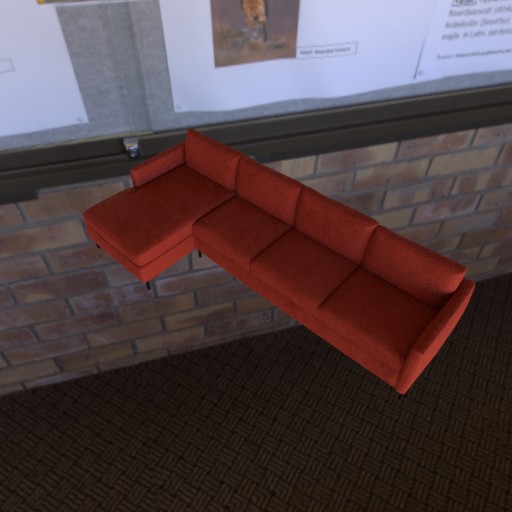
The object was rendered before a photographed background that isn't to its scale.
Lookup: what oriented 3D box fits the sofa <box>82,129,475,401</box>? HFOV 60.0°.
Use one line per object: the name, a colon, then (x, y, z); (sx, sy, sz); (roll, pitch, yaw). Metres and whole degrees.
sofa: (0.000, 0.000, 2.956); (2.467, 0.663, 1.136); (33, 54, 28)
